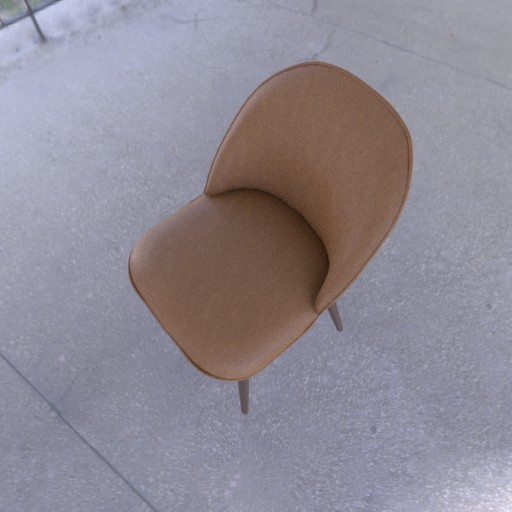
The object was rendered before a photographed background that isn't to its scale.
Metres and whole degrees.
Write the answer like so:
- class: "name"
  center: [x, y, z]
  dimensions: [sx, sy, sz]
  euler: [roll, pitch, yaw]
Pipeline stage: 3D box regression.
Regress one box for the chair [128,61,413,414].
- class: "chair"
  center: [0.000, 0.000, 1.222]
  dimensions: [0.631, 0.831, 0.521]
  euler: [-37, 69, -17]
